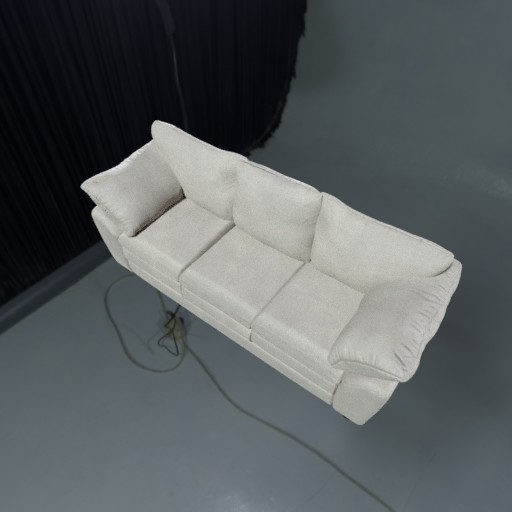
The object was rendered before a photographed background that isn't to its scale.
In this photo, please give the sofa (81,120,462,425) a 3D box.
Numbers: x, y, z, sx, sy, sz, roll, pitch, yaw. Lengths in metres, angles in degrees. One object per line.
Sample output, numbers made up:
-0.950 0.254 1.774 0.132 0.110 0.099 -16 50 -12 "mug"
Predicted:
0.000 0.000 2.878 2.334 0.996 0.878 29 53 25 "sofa"
